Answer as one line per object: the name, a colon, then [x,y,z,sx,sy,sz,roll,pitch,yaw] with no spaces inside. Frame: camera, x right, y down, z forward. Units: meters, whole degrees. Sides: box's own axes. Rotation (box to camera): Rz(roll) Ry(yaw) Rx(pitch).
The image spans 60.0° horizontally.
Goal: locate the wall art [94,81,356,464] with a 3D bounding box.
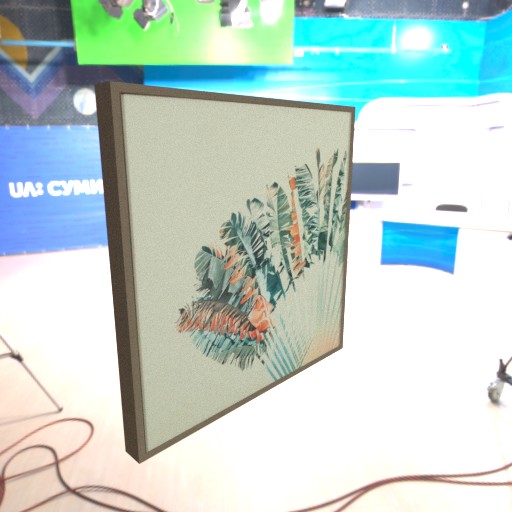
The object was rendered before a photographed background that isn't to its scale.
wall art: [0.000,0.000,0.751,0.038,0.506,0.508,14,20,43]
